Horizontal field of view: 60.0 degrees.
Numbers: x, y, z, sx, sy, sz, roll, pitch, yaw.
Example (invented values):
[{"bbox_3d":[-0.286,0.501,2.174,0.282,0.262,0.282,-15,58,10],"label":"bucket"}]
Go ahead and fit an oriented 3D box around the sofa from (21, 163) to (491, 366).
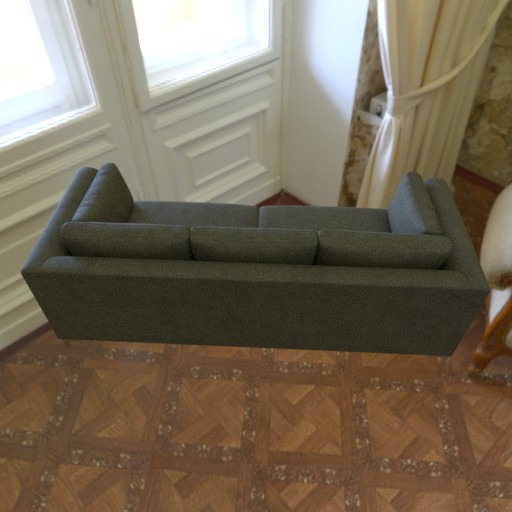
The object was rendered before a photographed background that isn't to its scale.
[{"bbox_3d":[0.000,0.000,2.818,2.415,0.867,0.969,2,46,2],"label":"sofa"}]
